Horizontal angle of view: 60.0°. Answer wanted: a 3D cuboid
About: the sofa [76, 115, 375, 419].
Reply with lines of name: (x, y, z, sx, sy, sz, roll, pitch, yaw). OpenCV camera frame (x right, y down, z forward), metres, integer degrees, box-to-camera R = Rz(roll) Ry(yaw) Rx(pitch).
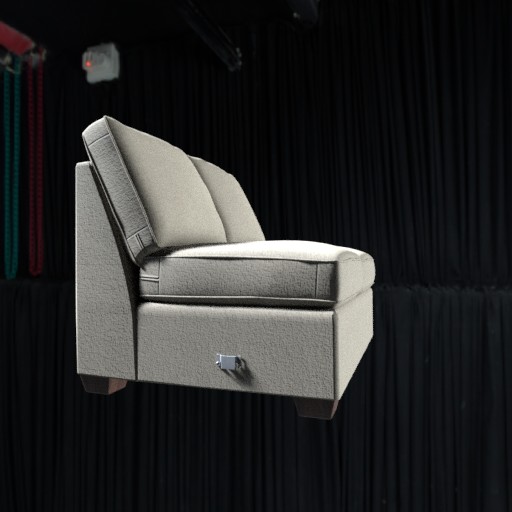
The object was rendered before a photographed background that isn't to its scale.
sofa: (0.000, 0.000, 2.027, 0.978, 1.006, 1.232, 0, -1, 19)
